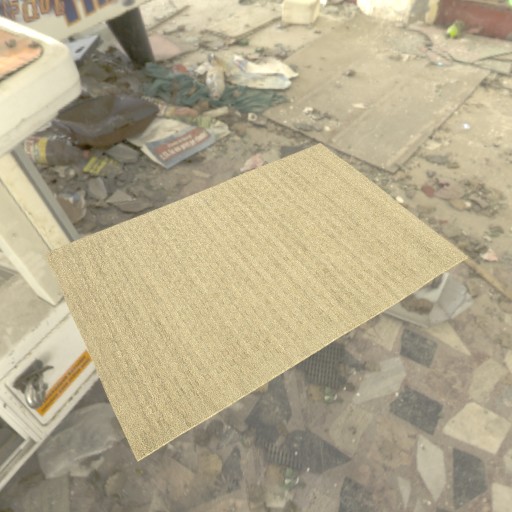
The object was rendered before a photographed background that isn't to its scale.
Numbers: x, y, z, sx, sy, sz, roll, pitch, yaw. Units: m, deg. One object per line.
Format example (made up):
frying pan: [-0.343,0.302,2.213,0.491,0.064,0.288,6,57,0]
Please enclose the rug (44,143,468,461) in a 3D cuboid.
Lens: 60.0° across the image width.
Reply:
rug: [0.000,0.000,2.875,2.297,0.018,1.532,-26,53,-21]
